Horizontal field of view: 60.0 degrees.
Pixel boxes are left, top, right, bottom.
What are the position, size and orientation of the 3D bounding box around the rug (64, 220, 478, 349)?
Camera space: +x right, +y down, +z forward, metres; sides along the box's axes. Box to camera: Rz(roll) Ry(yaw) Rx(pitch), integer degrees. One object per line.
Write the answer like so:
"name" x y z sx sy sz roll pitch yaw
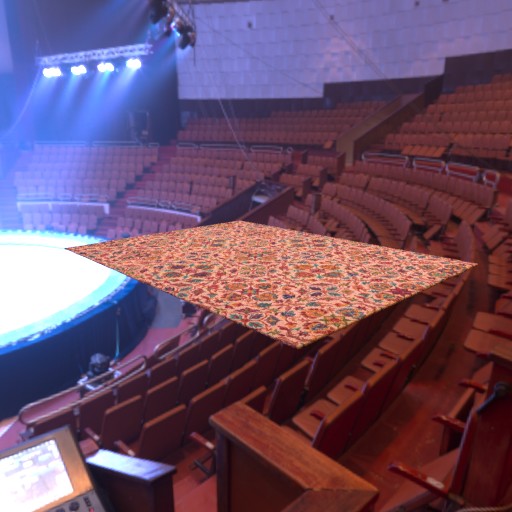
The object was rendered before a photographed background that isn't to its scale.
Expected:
"rug" 0.000 0.000 4.282 2.446 0.020 3.215 -13 19 -42
